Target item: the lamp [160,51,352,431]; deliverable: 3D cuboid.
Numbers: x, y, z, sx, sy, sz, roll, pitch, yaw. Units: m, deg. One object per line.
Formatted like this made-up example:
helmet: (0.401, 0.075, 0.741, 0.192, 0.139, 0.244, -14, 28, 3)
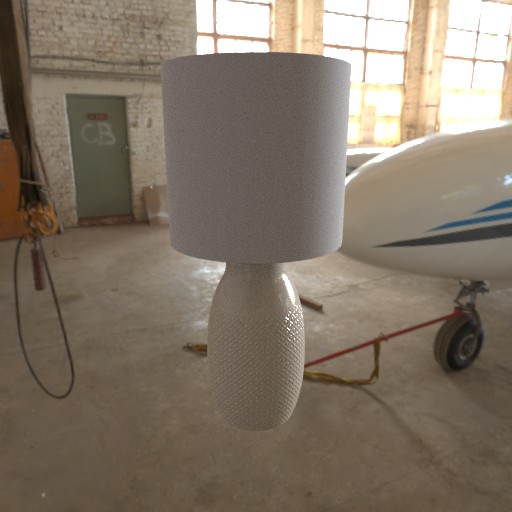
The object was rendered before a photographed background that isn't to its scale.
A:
lamp: (0.000, 0.000, 0.574, 0.217, 0.453, 0.217, 3, 16, 10)
